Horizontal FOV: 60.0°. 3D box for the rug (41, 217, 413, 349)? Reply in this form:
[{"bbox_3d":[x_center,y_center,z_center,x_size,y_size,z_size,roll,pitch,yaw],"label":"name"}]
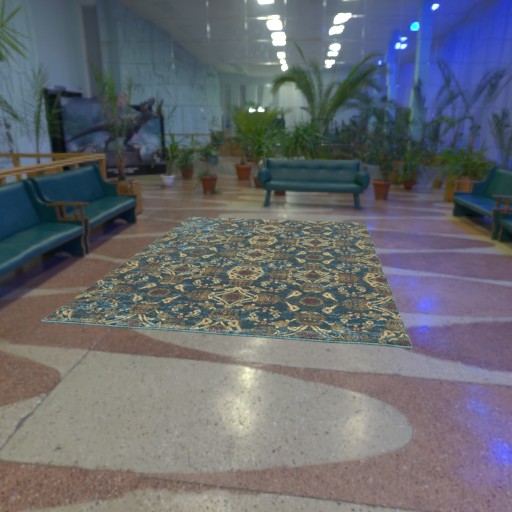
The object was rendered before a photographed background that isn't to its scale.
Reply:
[{"bbox_3d":[0.000,0.000,2.868,1.567,0.014,2.207,3,17,8],"label":"rug"}]
